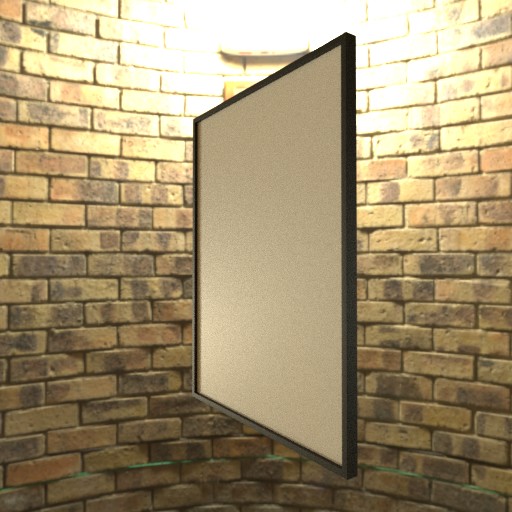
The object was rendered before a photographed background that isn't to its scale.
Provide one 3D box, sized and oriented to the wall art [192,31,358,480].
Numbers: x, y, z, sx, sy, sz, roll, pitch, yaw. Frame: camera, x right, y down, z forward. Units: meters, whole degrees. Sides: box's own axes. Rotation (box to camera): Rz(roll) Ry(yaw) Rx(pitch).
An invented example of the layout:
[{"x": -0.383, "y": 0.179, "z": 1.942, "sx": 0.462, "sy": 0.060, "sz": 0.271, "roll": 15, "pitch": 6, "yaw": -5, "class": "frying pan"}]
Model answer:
[{"x": 0.000, "y": 0.000, "z": 1.395, "sx": 0.036, "sy": 1.070, "sz": 0.802, "roll": 1, "pitch": -1, "yaw": -35, "class": "wall art"}]
